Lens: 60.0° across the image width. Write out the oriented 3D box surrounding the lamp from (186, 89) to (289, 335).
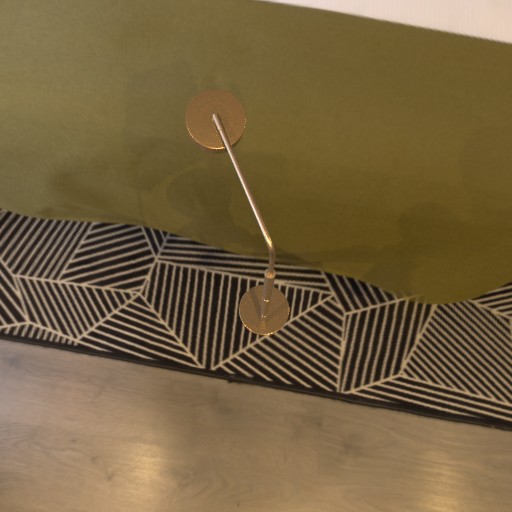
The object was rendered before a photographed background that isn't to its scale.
[{"bbox_3d":[0.000,0.000,1.408,0.219,1.230,0.418,-20,76,-5],"label":"lamp"}]
